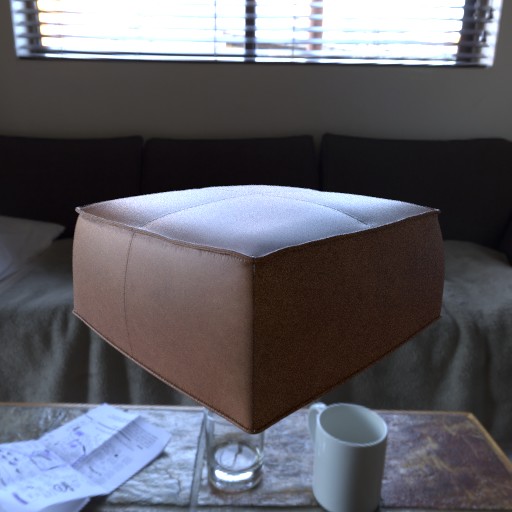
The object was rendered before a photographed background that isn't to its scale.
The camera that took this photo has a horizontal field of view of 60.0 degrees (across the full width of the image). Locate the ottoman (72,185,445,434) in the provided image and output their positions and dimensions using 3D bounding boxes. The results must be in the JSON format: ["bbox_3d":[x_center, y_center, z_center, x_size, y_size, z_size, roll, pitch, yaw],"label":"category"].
[{"bbox_3d":[0.000,0.000,1.388,0.901,0.395,0.902,-14,21,-42],"label":"ottoman"}]
